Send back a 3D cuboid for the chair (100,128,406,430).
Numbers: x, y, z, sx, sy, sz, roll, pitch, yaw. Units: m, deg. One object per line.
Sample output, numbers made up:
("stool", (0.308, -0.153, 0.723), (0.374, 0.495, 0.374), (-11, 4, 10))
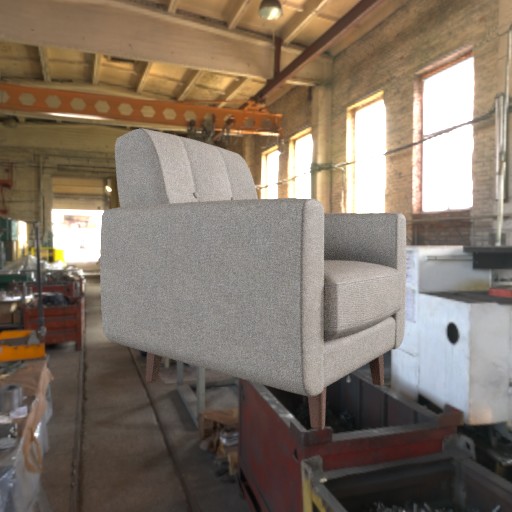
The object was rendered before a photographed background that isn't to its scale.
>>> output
("chair", (0.000, 0.000, 1.702), (0.942, 0.968, 0.845), (1, 2, 36))
